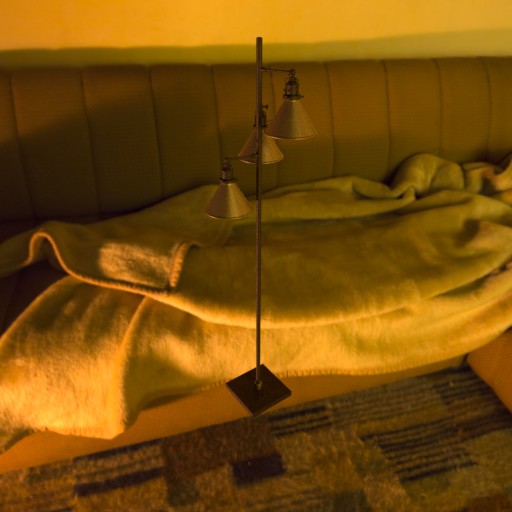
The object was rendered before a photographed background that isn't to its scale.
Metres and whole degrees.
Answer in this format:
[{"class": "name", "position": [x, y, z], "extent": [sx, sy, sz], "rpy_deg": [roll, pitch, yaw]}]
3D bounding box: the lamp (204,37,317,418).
[{"class": "lamp", "position": [0.000, 0.000, 1.936], "extent": [0.415, 1.716, 0.428], "rpy_deg": [-20, 36, -31]}]
